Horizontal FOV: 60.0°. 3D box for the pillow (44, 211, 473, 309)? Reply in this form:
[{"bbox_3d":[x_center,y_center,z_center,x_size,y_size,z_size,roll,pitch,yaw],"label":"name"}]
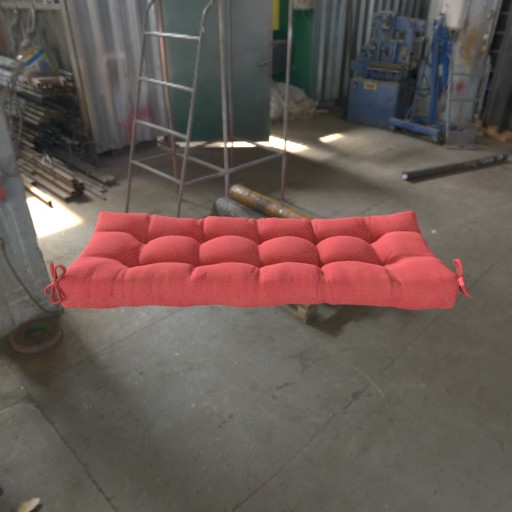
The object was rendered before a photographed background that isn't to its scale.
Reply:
[{"bbox_3d":[0.000,0.000,1.377,1.194,0.174,0.511,0,31,0],"label":"pillow"}]
